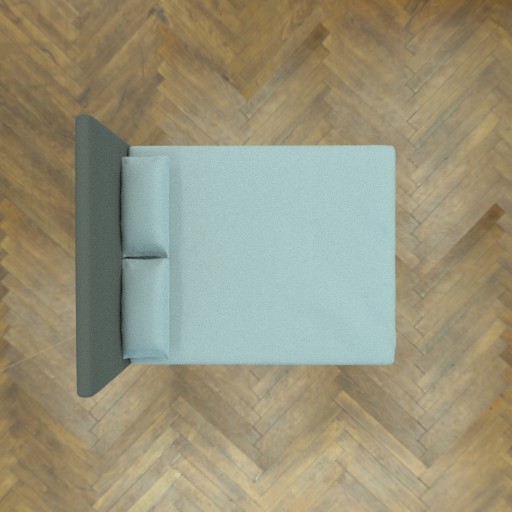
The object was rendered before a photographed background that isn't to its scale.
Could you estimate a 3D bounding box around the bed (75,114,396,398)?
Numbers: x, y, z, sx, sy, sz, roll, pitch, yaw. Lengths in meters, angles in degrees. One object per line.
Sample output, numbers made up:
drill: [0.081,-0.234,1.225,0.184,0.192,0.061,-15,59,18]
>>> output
bed: [0.000,0.000,3.237,2.142,1.330,1.748,0,91,1]
